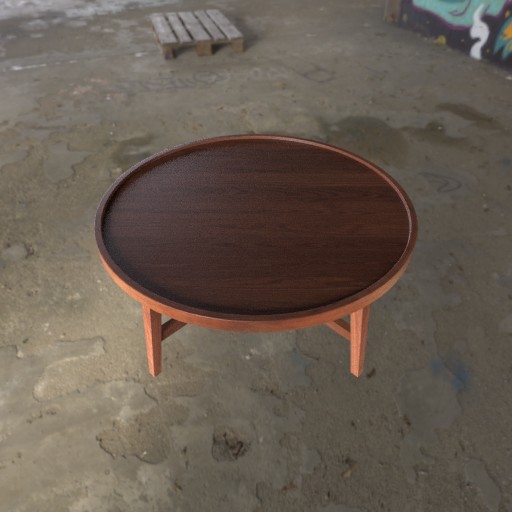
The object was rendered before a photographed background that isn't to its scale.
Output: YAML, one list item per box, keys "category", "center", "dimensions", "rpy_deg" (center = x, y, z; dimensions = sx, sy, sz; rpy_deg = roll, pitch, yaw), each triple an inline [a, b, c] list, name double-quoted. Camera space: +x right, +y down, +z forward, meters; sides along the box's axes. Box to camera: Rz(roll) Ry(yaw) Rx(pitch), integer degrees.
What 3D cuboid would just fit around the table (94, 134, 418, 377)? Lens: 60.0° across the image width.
- category: "table"
  center: [0.000, 0.000, 1.252]
  dimensions: [0.800, 0.360, 0.800]
  rpy_deg: [0, 41, 0]
